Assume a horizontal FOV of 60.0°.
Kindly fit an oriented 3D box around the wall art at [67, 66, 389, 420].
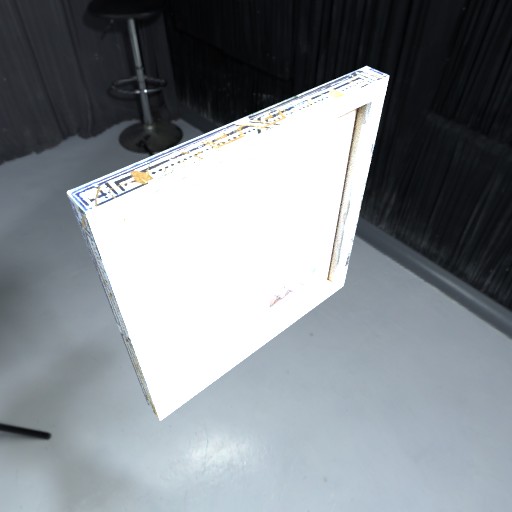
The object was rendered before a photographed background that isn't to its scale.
[{"bbox_3d":[0.000,0.000,0.623,0.411,0.410,0.038,-31,53,-27],"label":"wall art"}]
